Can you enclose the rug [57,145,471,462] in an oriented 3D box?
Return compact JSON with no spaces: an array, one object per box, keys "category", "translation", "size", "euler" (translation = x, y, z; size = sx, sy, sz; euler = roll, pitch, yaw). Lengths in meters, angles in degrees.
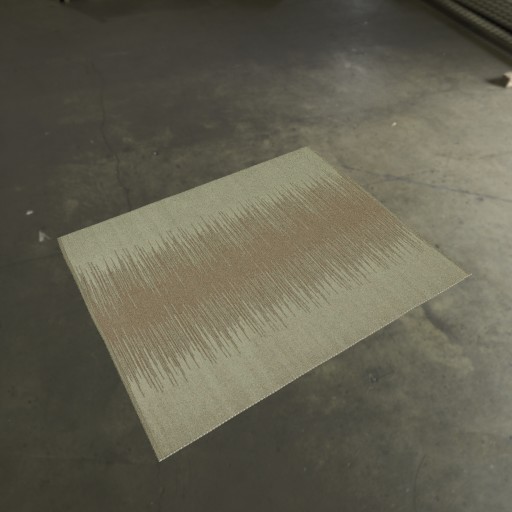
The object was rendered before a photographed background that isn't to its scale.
[{"category":"rug","translation":[0.000,0.000,4.130],"size":[3.048,0.013,2.438],"euler":[-25,51,-21]}]
